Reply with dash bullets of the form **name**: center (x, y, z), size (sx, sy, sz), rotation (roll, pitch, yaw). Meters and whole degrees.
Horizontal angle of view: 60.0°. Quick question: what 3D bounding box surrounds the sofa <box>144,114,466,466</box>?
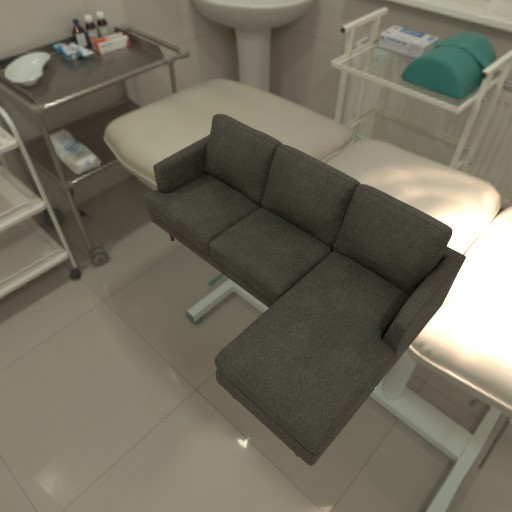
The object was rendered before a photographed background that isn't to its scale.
- **sofa**: center (0.000, 0.000, 3.073), size (2.233, 0.956, 1.504), rotation (34, 56, 28)
